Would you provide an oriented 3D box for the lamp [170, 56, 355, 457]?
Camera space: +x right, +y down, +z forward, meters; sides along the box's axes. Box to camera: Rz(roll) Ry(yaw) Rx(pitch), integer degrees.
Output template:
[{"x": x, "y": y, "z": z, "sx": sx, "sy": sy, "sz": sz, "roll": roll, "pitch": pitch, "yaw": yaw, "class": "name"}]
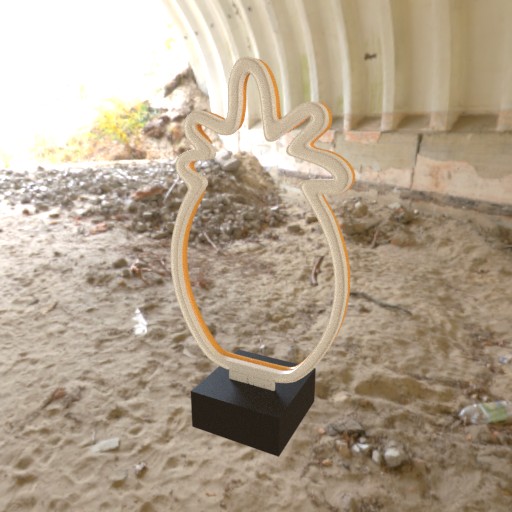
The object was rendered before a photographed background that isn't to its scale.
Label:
[{"x": 0.000, "y": 0.000, "z": 0.385, "sx": 0.167, "sy": 0.317, "sz": 0.088, "roll": 8, "pitch": 18, "yaw": 26, "class": "lamp"}]
